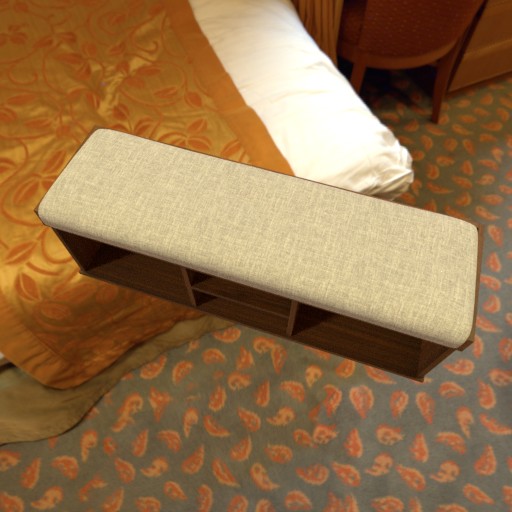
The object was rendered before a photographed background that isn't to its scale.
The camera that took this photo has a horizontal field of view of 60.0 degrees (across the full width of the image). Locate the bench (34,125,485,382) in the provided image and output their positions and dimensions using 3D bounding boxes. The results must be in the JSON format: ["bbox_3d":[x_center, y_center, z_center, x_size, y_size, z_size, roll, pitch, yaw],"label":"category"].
[{"bbox_3d":[0.000,0.000,1.390,1.196,0.468,0.367,16,61,9],"label":"bench"}]
